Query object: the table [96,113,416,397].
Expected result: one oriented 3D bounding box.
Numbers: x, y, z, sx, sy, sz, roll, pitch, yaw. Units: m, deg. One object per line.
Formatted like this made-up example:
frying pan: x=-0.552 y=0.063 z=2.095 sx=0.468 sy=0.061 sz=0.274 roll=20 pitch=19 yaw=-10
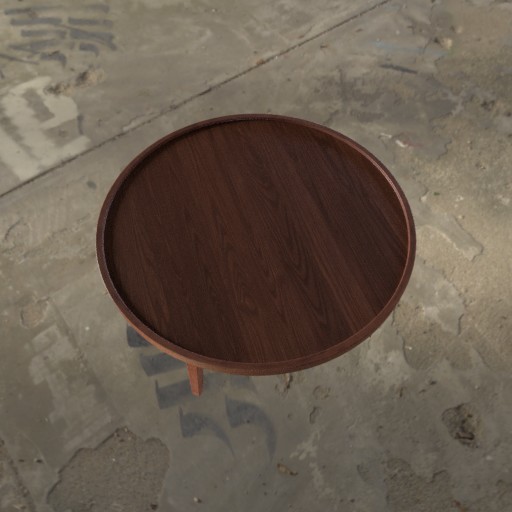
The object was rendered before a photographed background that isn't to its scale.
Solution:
table: x=0.000 y=0.000 z=1.276 sx=0.800 sy=0.360 sz=0.800 roll=0 pitch=57 yaw=0
